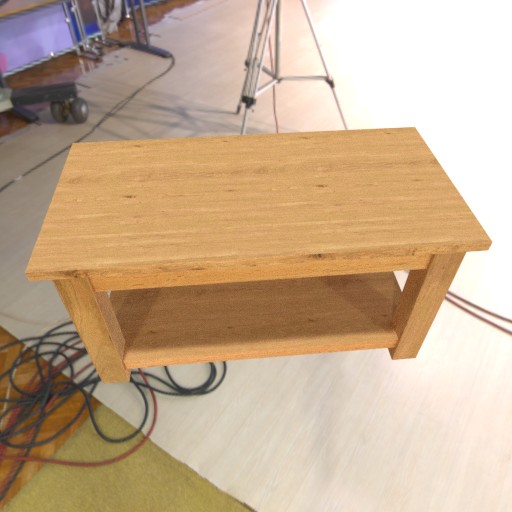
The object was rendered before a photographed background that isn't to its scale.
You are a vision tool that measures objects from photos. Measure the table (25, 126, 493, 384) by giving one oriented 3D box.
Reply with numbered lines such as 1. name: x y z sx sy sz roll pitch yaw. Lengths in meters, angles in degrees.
1. table: 0.000 0.000 1.165 0.899 0.452 0.450 -4 46 -4
